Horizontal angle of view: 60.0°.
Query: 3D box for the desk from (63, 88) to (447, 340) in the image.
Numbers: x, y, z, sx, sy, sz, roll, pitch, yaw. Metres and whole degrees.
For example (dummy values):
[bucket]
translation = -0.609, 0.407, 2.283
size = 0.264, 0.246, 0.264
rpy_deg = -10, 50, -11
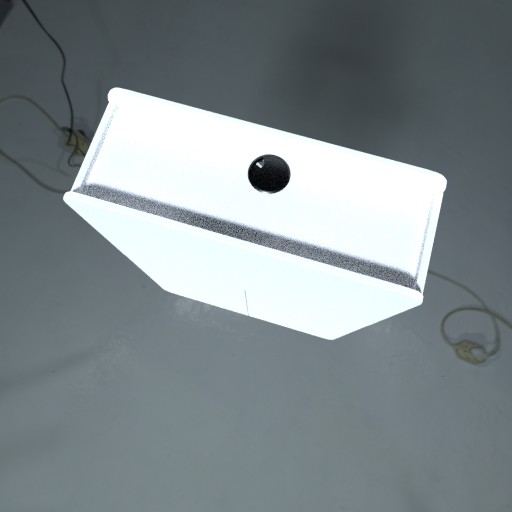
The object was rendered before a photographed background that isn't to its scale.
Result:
[desk]
translation = 0.000, 0.000, 1.507
size = 0.795, 1.190, 0.278
rpy_deg = 16, 76, 4
